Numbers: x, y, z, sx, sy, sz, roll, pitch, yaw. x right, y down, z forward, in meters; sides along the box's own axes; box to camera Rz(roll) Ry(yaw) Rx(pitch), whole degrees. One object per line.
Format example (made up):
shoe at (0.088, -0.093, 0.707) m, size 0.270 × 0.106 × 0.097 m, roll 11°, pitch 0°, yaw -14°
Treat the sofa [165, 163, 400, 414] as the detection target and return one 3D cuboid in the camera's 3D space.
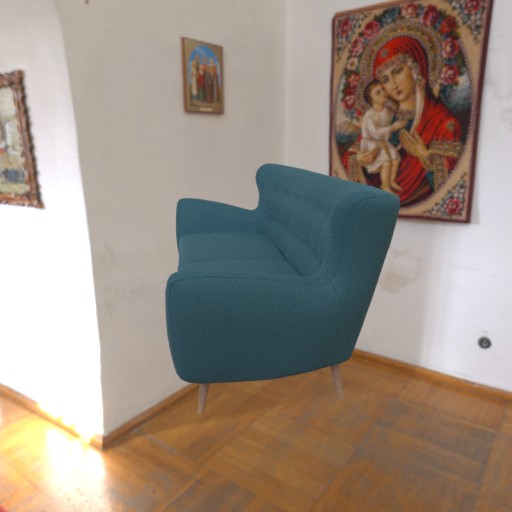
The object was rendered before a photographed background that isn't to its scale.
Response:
sofa at (0.000, 0.000, 2.398) m, size 0.889 × 0.890 × 1.930 m, roll -2°, pitch 15°, yaw -8°
